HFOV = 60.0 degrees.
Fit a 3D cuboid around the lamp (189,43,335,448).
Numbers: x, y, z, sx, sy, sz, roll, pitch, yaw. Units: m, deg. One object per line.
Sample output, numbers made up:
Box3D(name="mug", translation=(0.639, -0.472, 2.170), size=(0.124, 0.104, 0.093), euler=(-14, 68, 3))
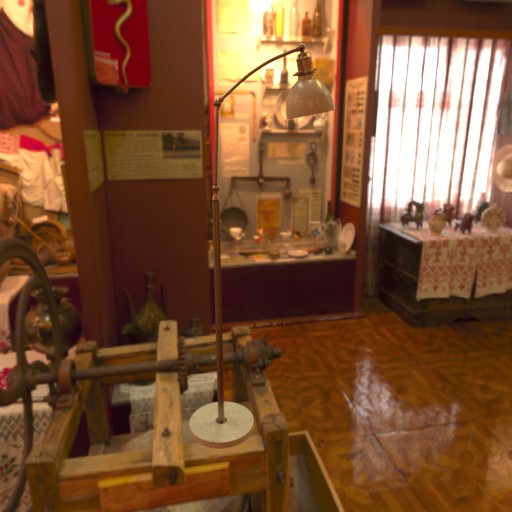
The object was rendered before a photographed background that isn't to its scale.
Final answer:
Box3D(name="lamp", translation=(0.000, 0.000, 1.799), size=(0.599, 1.586, 0.288), euler=(-3, 17, -9))
